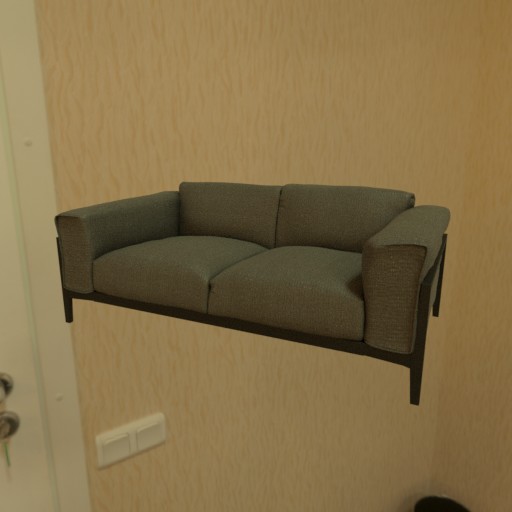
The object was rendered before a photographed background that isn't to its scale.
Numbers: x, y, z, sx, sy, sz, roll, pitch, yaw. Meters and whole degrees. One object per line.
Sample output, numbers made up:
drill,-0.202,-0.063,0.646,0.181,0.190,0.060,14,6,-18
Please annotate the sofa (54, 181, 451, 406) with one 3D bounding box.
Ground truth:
sofa,0.000,0.000,2.184,1.690,0.656,0.960,7,16,25
